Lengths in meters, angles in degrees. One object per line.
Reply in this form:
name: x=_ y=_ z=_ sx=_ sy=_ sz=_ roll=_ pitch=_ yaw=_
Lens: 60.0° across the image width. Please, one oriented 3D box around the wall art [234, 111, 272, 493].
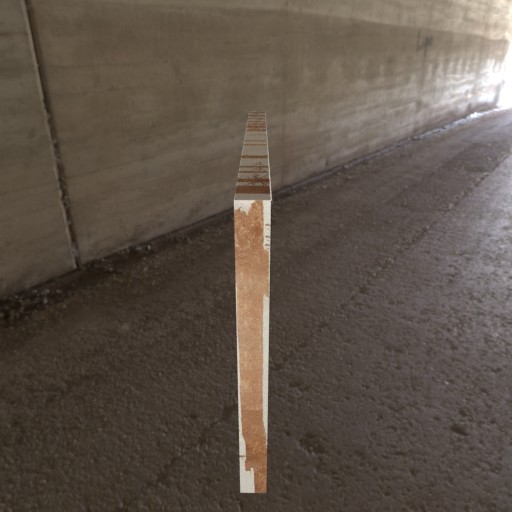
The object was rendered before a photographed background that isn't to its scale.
wall art: x=0.000 y=0.000 z=0.775 sx=0.035 sy=0.405 sz=0.609 roll=0 pitch=25 yaw=1
